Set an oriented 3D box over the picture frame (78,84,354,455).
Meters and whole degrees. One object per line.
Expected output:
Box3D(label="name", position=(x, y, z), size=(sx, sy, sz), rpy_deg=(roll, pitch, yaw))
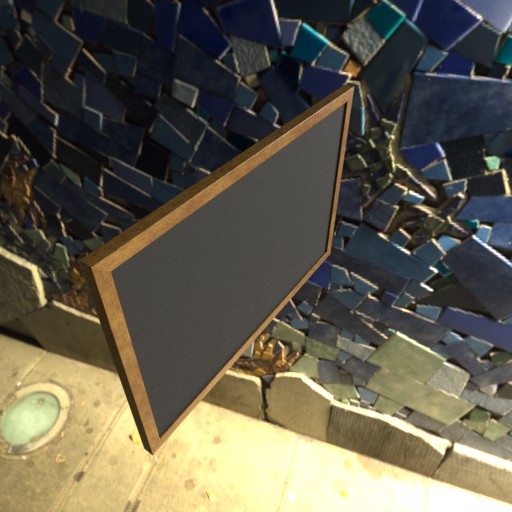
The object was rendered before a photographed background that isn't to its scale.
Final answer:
Box3D(label="picture frame", position=(0.000, 0.000, 1.171), size=(0.029, 0.621, 0.922), rpy_deg=(25, 47, 26))
